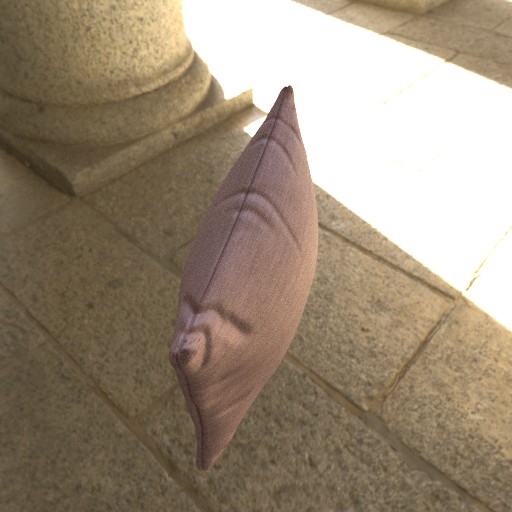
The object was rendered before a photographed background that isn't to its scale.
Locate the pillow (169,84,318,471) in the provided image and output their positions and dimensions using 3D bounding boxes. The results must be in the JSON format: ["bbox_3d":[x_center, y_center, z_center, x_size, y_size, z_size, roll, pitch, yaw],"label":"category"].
[{"bbox_3d":[0.000,0.000,0.779,0.210,0.338,0.633,10,47,9],"label":"pillow"}]
